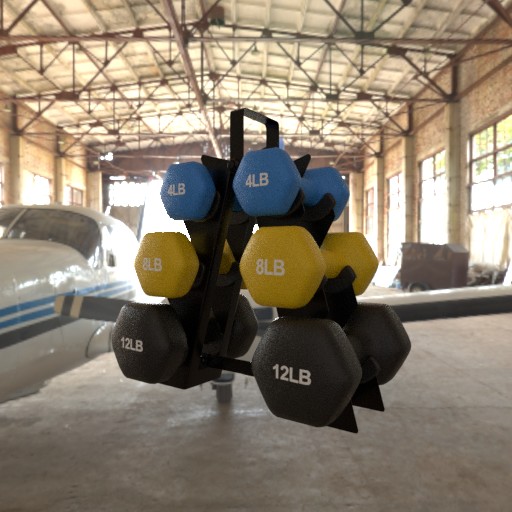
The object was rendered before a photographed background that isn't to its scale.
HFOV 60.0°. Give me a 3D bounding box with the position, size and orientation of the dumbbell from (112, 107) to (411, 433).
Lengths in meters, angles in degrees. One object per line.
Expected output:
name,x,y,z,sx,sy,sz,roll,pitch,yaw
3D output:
dumbbell,0.000,0.000,0.676,0.409,0.426,0.255,0,1,36
